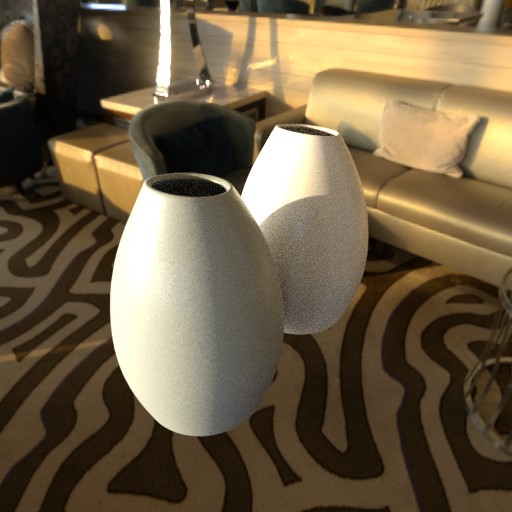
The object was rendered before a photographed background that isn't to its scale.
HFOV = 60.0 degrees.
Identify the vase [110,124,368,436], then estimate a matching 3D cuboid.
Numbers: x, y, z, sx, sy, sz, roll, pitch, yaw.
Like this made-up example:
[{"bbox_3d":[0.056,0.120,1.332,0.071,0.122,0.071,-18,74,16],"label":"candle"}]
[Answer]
[{"bbox_3d":[0.000,0.000,0.259,0.089,0.131,0.187,23,39,31],"label":"vase"}]
